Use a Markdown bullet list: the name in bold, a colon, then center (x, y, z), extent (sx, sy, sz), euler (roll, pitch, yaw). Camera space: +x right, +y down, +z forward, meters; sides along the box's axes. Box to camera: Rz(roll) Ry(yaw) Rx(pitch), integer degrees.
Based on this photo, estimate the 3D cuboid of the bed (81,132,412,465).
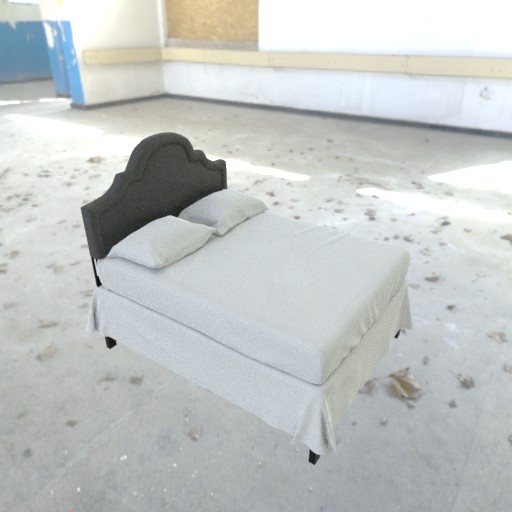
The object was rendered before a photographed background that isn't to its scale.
- **bed**: center (0.000, 0.000, 3.438), extent (2.222, 1.634, 1.780), euler (18, 33, 30)
